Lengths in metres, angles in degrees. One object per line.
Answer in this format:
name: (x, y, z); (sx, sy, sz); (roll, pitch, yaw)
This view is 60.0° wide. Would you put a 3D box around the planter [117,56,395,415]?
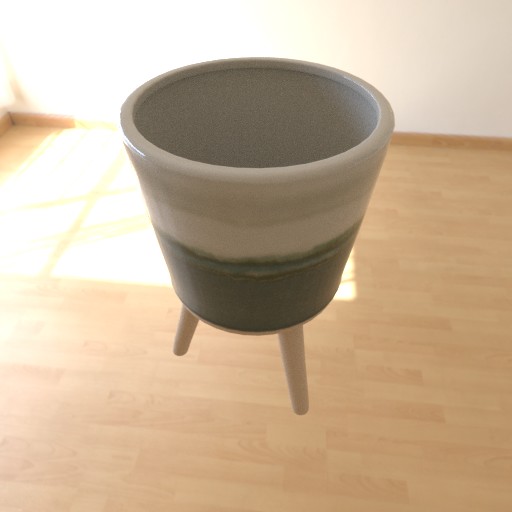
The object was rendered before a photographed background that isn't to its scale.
planter: (0.000, 0.000, 0.463); (0.217, 0.331, 0.217); (-13, 44, -14)
